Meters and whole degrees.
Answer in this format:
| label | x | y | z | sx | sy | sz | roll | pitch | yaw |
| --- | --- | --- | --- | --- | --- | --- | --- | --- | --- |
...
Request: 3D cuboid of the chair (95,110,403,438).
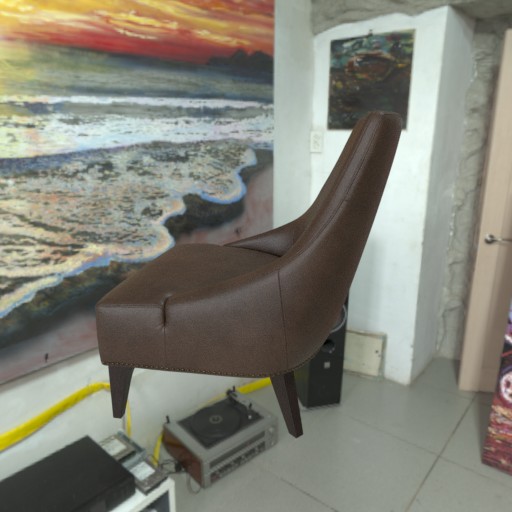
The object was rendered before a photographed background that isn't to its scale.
| label | x | y | z | sx | sy | sz | roll | pitch | yaw |
| --- | --- | --- | --- | --- | --- | --- | --- | --- | --- |
| chair | 0.000 | 0.000 | 1.493 | 0.861 | 0.909 | 0.701 | 3 | 16 | 10 |
